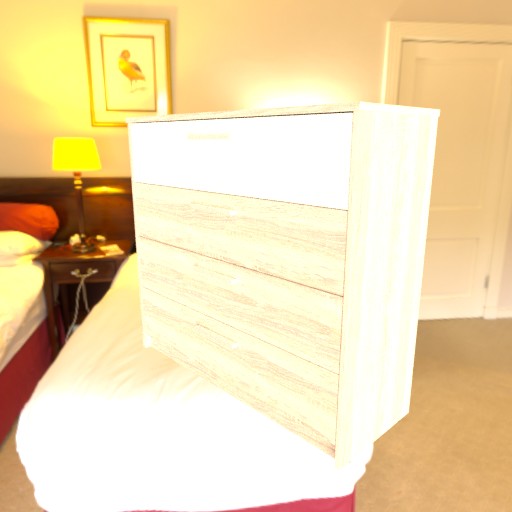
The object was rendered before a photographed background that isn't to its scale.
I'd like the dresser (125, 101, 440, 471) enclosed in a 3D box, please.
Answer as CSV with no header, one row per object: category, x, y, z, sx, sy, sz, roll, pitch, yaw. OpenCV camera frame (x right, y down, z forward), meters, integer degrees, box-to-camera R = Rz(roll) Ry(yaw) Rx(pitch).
dresser,0.000,0.000,1.476,0.380,0.900,0.980,-14,20,-42
